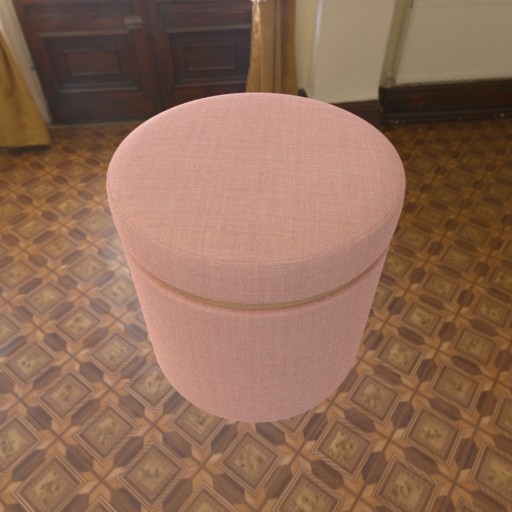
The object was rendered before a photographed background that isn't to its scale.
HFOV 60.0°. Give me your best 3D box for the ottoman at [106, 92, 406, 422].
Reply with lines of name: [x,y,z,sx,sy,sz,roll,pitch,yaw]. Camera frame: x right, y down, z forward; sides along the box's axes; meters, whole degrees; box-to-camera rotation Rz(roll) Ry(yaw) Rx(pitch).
ottoman: [0.000,0.000,0.731,0.400,0.406,0.400,0,45,0]
